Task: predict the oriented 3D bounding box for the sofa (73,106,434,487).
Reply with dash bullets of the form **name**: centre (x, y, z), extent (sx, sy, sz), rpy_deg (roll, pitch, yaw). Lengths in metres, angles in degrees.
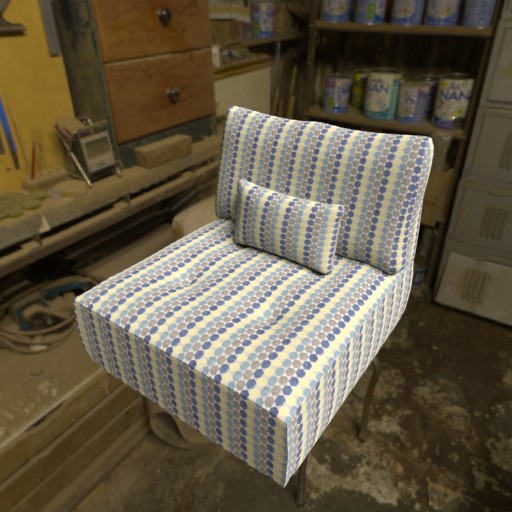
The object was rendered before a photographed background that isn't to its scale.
- **sofa**: centre (0.000, 0.000, 1.657), extent (0.930, 0.830, 1.000), rpy_deg (20, 36, 30)
